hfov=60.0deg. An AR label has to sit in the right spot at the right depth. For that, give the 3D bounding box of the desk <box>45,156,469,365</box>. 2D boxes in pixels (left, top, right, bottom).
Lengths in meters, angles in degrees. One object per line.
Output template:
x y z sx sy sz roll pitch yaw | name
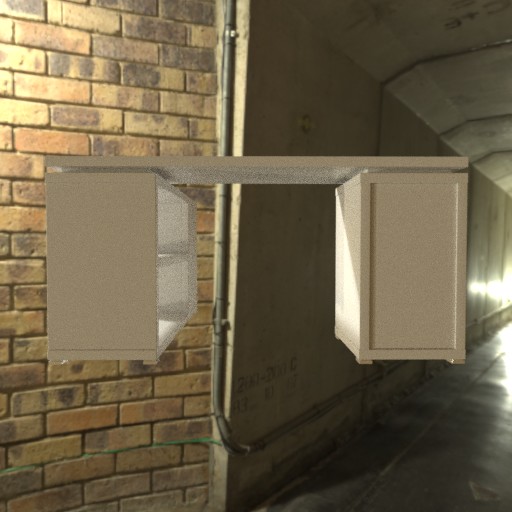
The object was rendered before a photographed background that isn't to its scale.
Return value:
0.000 0.000 2.203 1.524 0.753 1.200 0 2 -1 | desk
